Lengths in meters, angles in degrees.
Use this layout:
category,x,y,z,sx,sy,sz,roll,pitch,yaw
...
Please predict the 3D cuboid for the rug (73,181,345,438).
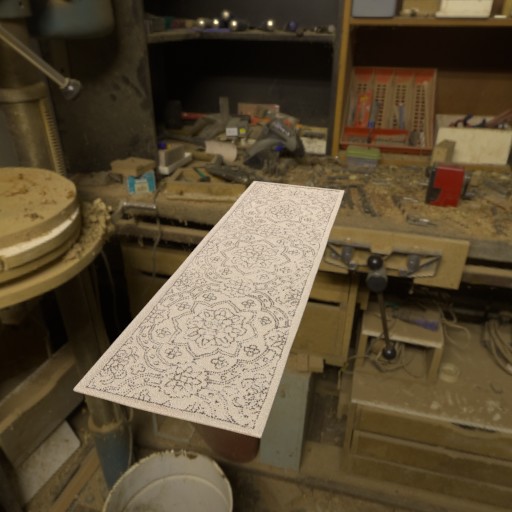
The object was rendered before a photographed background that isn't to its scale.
category,x,y,z,sx,sy,sz,roll,pitch,yaw
rug,0.000,0.000,2.646,0.769,0.012,2.448,8,31,14
